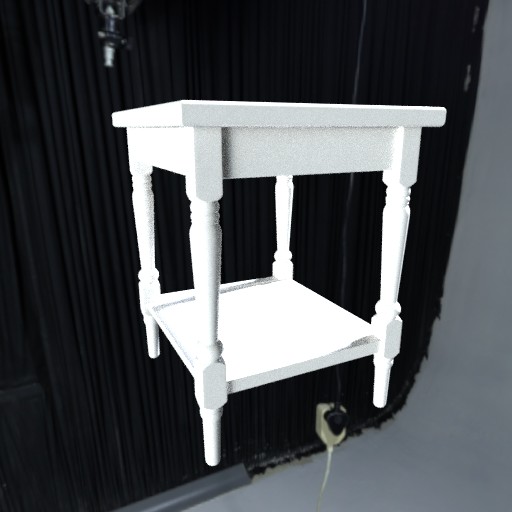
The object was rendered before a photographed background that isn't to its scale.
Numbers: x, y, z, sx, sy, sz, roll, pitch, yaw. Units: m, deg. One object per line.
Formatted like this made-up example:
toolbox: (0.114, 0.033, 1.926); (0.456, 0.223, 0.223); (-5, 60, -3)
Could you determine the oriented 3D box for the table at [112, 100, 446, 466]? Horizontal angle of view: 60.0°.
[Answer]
table: (0.000, 0.000, 0.904); (0.442, 0.565, 0.488); (-8, 18, -25)
